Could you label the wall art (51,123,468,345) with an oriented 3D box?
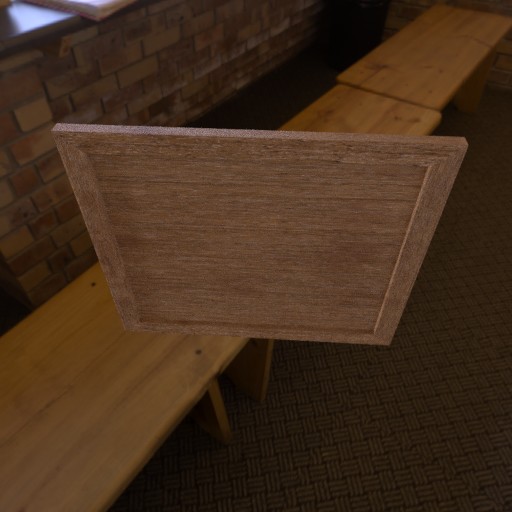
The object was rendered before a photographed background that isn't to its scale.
[{"bbox_3d":[0.000,0.000,0.951,0.690,0.588,0.026,3,46,3],"label":"wall art"}]
